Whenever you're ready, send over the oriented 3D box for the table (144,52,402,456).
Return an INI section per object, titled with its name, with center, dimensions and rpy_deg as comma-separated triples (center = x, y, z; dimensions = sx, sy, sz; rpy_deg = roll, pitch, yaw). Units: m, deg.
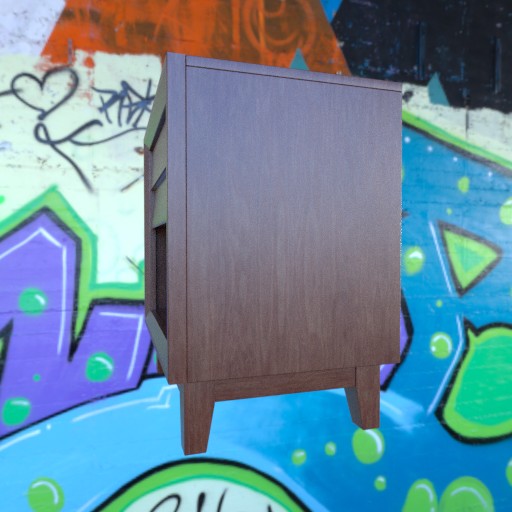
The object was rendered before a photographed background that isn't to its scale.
[table]
center = 0.000, 0.000, 0.984
dimensions = 0.449, 0.609, 0.557
rpy_deg = 0, 2, -18
